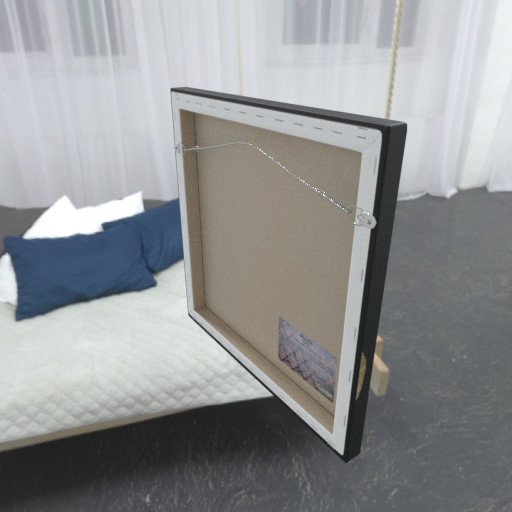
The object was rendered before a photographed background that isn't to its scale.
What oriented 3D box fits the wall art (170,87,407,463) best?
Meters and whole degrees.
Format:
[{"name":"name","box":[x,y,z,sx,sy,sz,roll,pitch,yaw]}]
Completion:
[{"name":"wall art","box":[0.000,0.000,0.916,0.043,0.611,0.610,-18,31,-32]}]
